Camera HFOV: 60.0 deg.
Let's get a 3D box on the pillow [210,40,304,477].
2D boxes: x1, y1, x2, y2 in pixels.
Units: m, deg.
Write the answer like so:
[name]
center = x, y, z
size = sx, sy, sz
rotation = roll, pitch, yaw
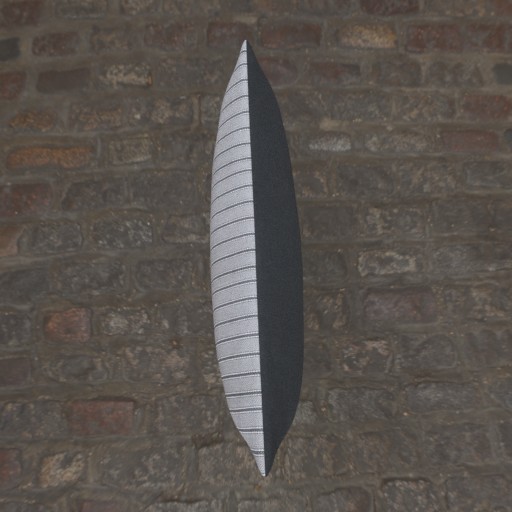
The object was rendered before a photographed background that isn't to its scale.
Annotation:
[pillow]
center = 0.000, 0.000, 0.736
size = 0.151, 0.305, 0.609
rotation = -2, 76, -1
